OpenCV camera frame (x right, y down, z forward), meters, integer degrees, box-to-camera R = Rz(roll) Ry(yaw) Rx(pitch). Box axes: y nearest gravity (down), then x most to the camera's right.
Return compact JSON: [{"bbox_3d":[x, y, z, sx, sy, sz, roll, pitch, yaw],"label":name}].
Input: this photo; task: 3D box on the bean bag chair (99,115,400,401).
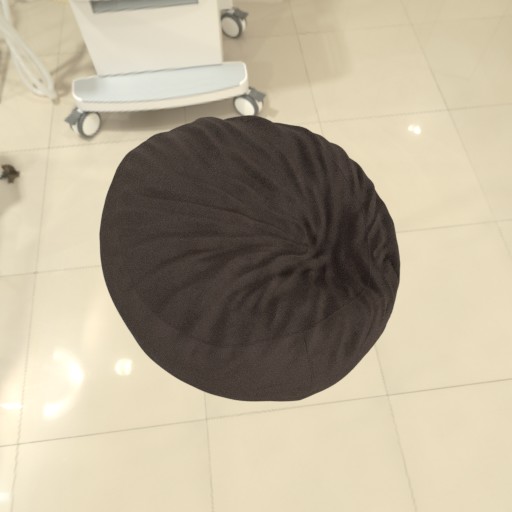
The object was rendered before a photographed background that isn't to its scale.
[{"bbox_3d":[0.000,0.000,1.987,1.245,0.821,1.245,0,63,0],"label":"bean bag chair"}]
